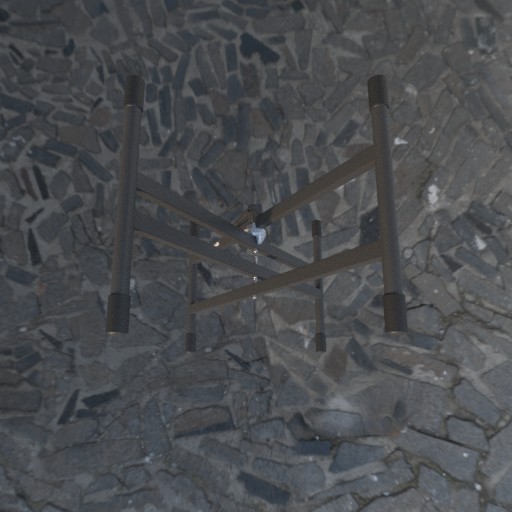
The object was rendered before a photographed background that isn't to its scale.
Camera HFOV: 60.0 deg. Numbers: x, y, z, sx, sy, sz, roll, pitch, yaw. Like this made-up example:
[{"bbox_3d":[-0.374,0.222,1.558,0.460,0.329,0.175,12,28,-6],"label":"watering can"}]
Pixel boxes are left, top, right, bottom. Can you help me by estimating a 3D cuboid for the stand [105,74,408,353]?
[{"bbox_3d":[0.000,0.000,1.214,0.503,0.900,0.495,0,76,0],"label":"stand"}]
